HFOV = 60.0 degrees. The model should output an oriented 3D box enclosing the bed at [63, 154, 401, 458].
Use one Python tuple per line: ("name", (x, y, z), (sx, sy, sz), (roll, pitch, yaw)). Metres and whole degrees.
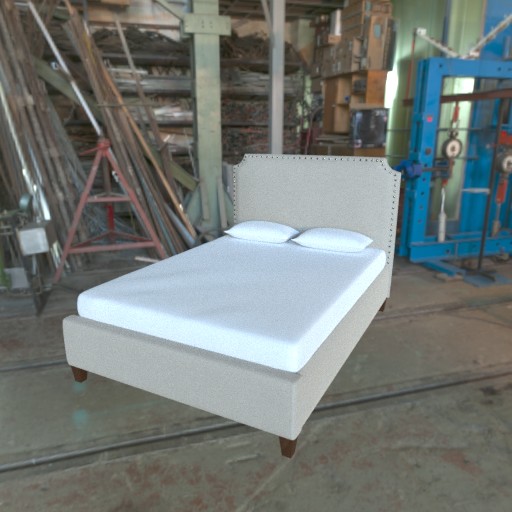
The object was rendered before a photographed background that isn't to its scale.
("bed", (0.000, 0.000, 3.497), (1.713, 1.443, 2.372), (8, 18, 26))
